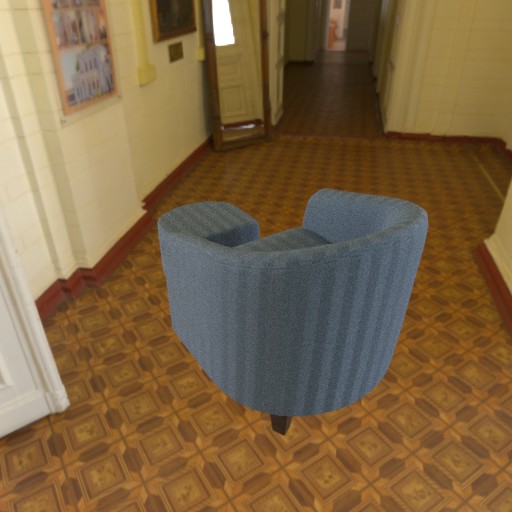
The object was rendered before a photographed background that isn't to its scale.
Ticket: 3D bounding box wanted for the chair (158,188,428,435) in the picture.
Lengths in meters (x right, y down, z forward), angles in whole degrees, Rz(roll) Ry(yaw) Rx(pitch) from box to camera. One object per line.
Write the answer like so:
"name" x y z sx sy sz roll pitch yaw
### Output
"chair" 0.000 0.000 1.769 0.756 0.757 1.288 -19 36 -28
